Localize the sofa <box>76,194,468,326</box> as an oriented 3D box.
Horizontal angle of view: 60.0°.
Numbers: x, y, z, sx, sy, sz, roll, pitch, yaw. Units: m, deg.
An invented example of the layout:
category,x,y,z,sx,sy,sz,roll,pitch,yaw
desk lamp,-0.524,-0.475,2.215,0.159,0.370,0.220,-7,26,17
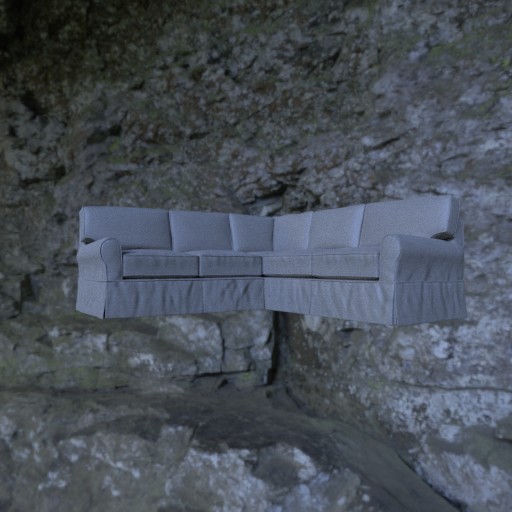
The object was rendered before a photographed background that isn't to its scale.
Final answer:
category,x,y,z,sx,sy,sz,roll,pitch,yaw
sofa,0.000,0.000,4.091,2.618,1.081,2.623,1,-2,-35
